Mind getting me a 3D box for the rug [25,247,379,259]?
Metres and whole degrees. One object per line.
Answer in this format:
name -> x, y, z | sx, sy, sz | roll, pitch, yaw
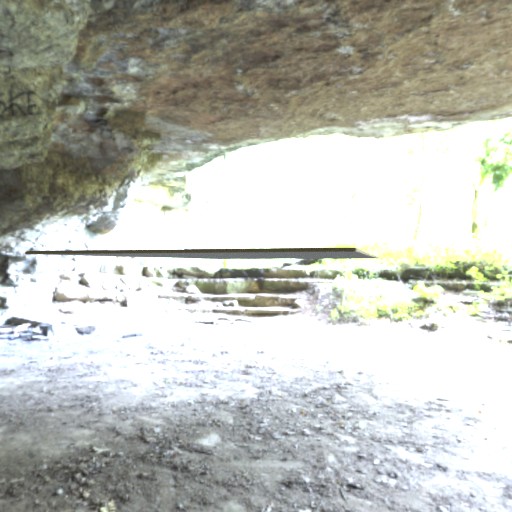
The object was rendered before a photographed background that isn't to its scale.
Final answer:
rug -> 0.000, 0.000, 2.086 | 1.067, 0.013, 1.676 | 0, -1, 17
